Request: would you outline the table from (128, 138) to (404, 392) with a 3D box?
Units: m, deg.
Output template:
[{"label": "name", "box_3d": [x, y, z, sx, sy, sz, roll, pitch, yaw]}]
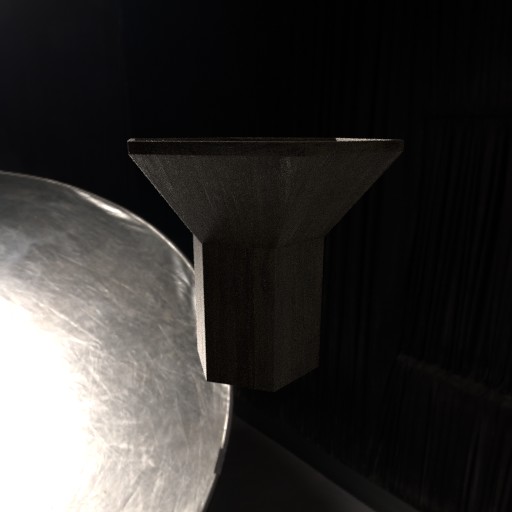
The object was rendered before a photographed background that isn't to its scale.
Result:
[{"label": "table", "box_3d": [0.000, 0.000, 1.151, 0.683, 0.586, 0.592, -15, 21, -42]}]
